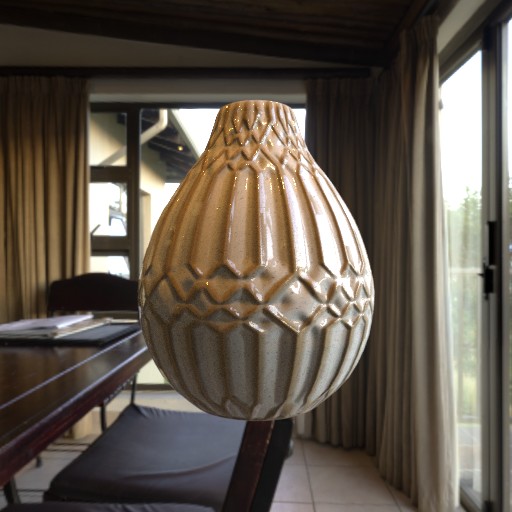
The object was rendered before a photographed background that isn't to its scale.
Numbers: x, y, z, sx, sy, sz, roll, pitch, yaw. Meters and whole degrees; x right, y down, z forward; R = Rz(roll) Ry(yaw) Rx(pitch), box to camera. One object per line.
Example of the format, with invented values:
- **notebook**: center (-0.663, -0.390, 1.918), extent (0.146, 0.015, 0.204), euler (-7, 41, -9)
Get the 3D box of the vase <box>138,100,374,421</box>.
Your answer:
- **vase**: center (0.000, 0.000, 0.309), extent (0.159, 0.200, 0.159), euler (0, 0, 0)
